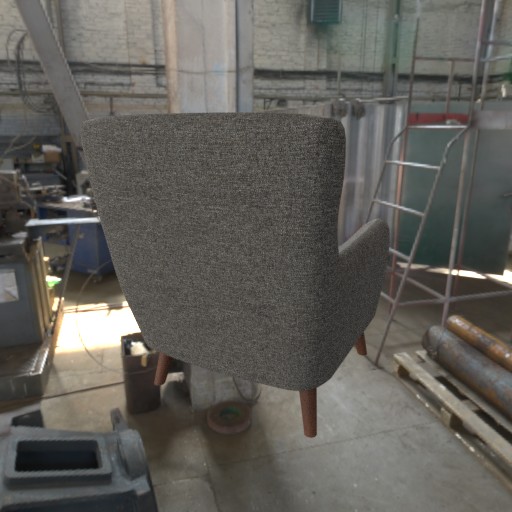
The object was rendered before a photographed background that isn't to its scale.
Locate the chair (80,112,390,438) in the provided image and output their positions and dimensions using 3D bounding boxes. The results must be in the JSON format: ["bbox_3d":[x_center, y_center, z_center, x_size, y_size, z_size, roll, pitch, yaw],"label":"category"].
[{"bbox_3d":[0.000,0.000,1.733,0.889,1.039,0.940,9,18,27],"label":"chair"}]
